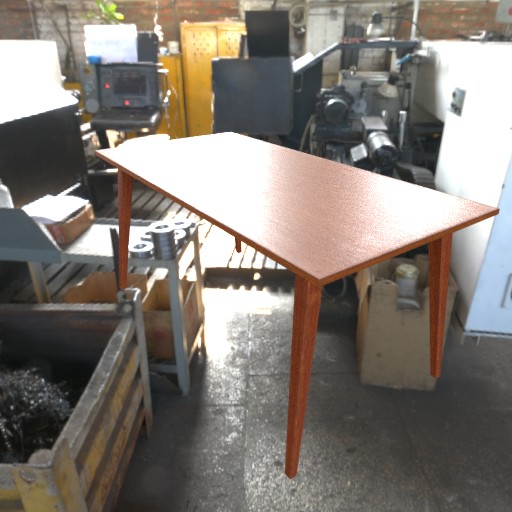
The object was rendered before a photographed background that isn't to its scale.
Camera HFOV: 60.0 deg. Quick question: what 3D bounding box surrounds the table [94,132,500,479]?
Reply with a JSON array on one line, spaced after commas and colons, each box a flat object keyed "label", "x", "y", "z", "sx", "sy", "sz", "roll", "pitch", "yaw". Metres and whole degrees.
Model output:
[{"label": "table", "x": 0.000, "y": 0.000, "z": 1.988, "sx": 0.811, "sy": 0.755, "sz": 1.609, "roll": -18, "pitch": 31, "yaw": -32}]
